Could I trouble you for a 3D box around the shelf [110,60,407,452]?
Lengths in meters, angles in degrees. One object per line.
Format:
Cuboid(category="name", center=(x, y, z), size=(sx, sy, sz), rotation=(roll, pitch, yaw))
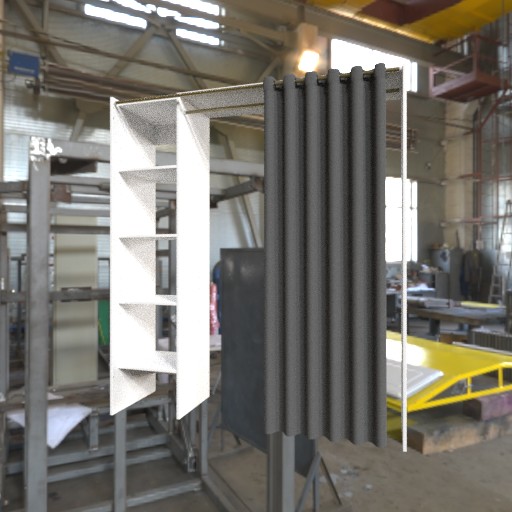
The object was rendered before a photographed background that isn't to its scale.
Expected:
Cuboid(category="shelf", center=(0.000, 0.000, 2.502), size=(1.600, 1.810, 0.500), rotation=(0, 0, 17))
